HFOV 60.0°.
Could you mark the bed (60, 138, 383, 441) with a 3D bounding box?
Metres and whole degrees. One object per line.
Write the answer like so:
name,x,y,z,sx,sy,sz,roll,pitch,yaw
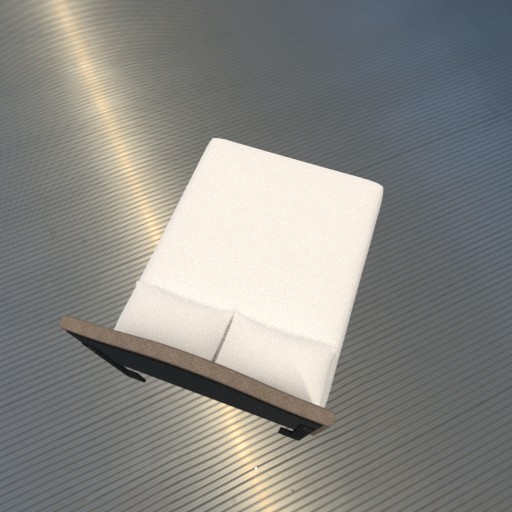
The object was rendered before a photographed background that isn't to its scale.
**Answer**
bed,0.000,0.000,3.370,1.713,1.518,2.153,18,66,8
